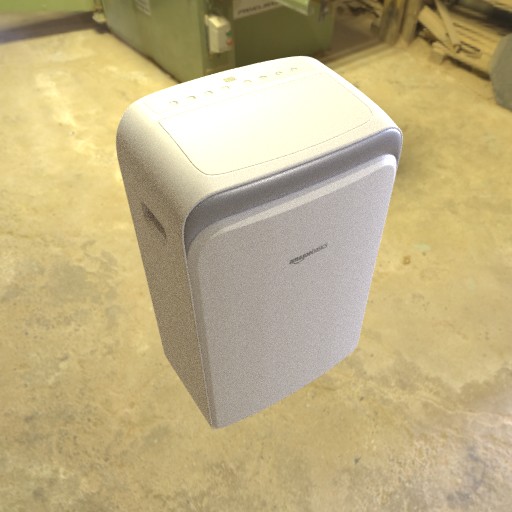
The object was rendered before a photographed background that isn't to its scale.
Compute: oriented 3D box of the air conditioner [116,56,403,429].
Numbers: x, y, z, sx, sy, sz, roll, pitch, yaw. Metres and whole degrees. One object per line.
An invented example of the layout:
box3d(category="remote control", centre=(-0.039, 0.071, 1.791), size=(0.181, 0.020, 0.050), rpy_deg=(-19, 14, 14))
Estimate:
box3d(category="air conditioner", centre=(0.000, 0.000, 0.939), size=(0.454, 0.700, 0.365), rpy_deg=(-24, 51, -21))
